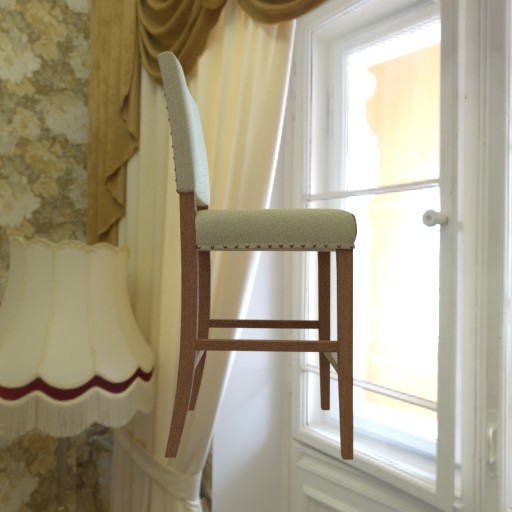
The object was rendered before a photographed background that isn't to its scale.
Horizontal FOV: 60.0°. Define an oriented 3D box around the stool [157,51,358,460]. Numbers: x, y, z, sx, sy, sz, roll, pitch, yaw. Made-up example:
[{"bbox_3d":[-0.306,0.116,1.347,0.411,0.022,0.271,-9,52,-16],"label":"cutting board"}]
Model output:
[{"bbox_3d":[0.000,0.000,1.479,0.584,1.168,0.445,0,1,0],"label":"stool"}]
